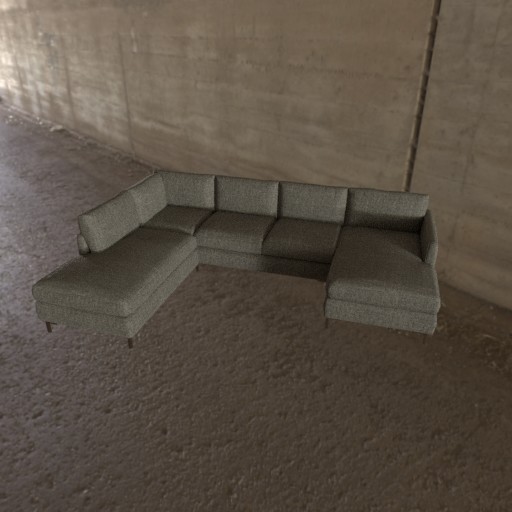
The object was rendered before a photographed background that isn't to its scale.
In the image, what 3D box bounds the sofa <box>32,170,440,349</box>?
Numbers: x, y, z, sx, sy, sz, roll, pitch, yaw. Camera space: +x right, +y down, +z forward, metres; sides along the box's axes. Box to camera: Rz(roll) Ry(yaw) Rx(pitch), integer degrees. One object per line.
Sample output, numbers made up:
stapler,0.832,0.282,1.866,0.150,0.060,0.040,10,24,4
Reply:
sofa,0.000,0.000,3.515,2.737,0.756,1.879,8,28,15
